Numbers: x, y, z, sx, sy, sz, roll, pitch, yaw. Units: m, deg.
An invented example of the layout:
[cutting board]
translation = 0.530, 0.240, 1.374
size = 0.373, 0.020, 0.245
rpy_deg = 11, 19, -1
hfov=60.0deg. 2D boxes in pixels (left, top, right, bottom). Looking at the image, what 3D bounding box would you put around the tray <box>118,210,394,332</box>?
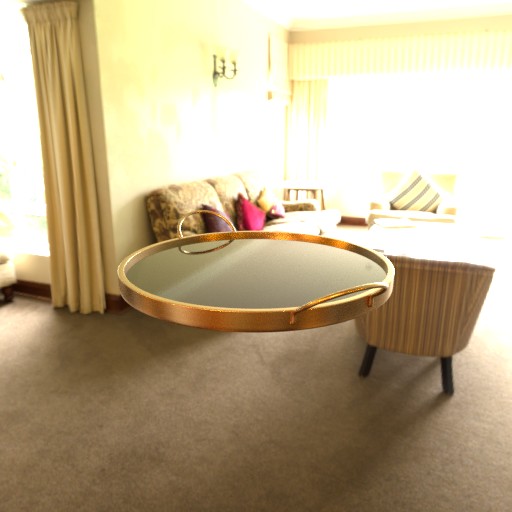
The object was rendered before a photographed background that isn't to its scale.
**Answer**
[tray]
translation = 0.000, 0.000, 0.731
size = 0.438, 0.069, 0.543
rpy_deg = -8, 18, -26
